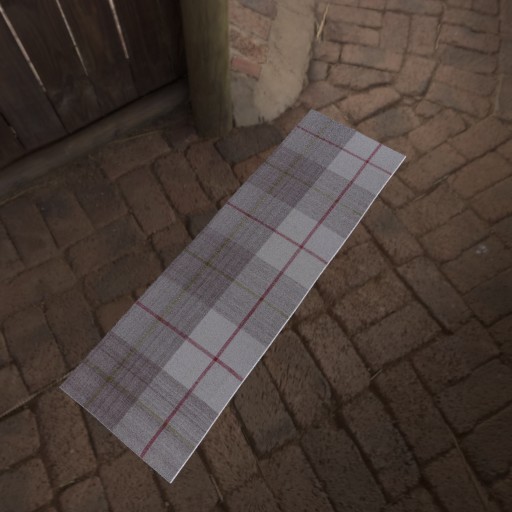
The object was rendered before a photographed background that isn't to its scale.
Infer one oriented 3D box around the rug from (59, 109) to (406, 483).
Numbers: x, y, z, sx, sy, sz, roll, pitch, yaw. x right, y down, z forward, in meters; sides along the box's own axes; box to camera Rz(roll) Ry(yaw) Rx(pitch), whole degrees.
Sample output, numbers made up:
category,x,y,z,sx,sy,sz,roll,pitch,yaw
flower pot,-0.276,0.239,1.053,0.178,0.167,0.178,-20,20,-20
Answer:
category,x,y,z,sx,sy,sz,roll,pitch,yaw
rug,0.000,0.000,2.657,0.762,0.013,2.439,32,67,16
